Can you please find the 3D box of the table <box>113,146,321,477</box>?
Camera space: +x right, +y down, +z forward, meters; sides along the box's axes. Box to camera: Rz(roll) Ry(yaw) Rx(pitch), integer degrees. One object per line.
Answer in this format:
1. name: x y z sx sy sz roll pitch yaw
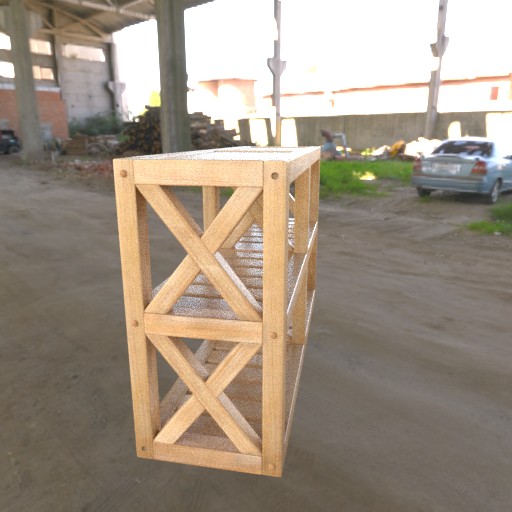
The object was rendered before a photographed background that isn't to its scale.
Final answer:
1. table: 0.000 0.000 1.642 0.381 0.762 1.320 3 15 11
